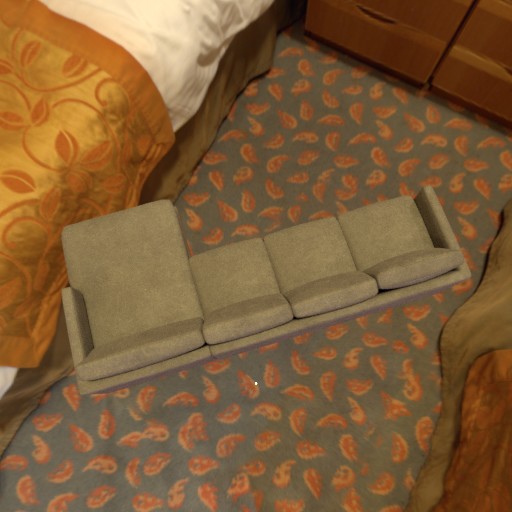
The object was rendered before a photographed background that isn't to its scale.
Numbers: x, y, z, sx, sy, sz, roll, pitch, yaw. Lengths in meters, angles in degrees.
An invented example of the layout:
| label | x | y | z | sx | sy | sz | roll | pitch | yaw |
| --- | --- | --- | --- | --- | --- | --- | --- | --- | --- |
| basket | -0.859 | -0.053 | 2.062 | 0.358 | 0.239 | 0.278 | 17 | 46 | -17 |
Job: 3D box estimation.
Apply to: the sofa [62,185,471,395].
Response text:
| label | x | y | z | sx | sy | sz | roll | pitch | yaw |
| --- | --- | --- | --- | --- | --- | --- | --- | --- | --- |
| sofa | 0.000 | 0.000 | 4.143 | 3.471 | 0.950 | 1.604 | -16 | 75 | -5 |
